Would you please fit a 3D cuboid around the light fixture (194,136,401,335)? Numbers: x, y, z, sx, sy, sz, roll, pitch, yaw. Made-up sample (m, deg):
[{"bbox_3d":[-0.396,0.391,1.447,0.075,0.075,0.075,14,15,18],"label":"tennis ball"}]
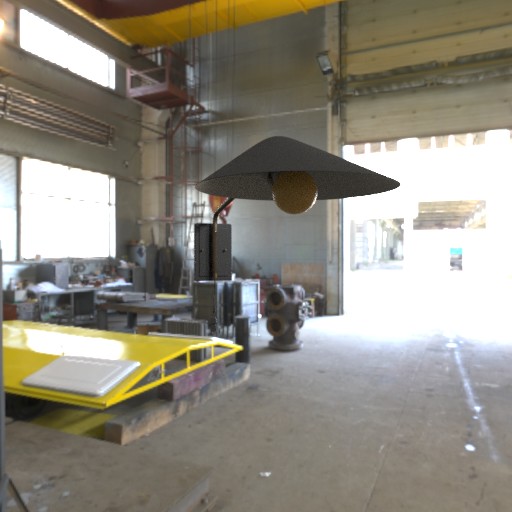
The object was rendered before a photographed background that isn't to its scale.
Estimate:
[{"bbox_3d":[0.000,0.000,0.662,0.240,0.312,0.516,0,1,-20],"label":"light fixture"}]
